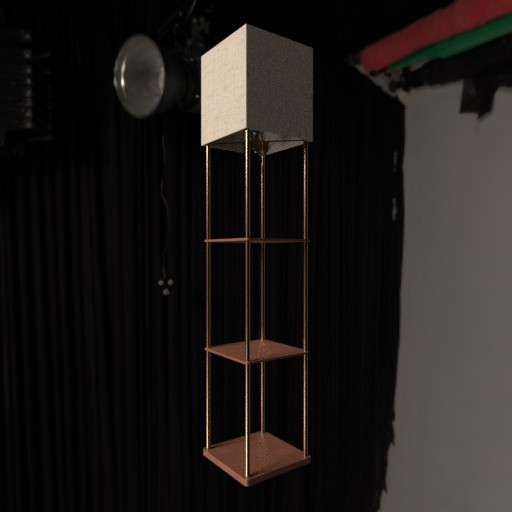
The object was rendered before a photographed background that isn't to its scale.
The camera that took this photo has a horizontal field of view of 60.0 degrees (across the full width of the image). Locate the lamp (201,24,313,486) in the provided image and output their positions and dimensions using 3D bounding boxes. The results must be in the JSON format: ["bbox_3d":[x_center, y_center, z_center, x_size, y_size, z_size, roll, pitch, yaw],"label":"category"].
[{"bbox_3d":[0.000,0.000,1.714,0.308,1.569,0.310,0,0,-36],"label":"lamp"}]
